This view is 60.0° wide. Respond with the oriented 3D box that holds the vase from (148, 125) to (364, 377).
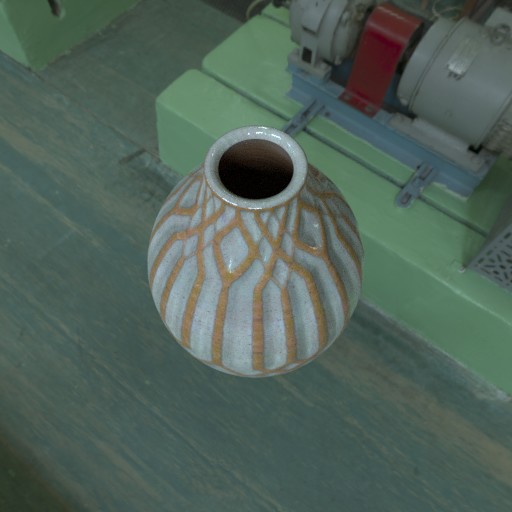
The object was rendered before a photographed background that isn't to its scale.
[{"bbox_3d":[0.000,0.000,0.264,0.131,0.175,0.131,0,64,0],"label":"vase"}]
